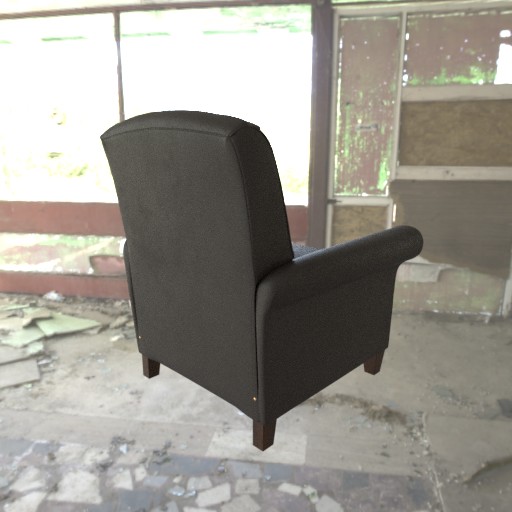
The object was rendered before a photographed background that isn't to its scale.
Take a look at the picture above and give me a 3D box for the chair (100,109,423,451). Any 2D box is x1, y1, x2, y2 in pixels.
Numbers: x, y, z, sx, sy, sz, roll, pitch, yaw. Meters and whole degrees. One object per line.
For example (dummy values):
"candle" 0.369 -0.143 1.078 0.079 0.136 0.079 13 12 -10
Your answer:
"chair" 0.000 0.000 1.771 0.978 1.061 0.902 13 19 43
